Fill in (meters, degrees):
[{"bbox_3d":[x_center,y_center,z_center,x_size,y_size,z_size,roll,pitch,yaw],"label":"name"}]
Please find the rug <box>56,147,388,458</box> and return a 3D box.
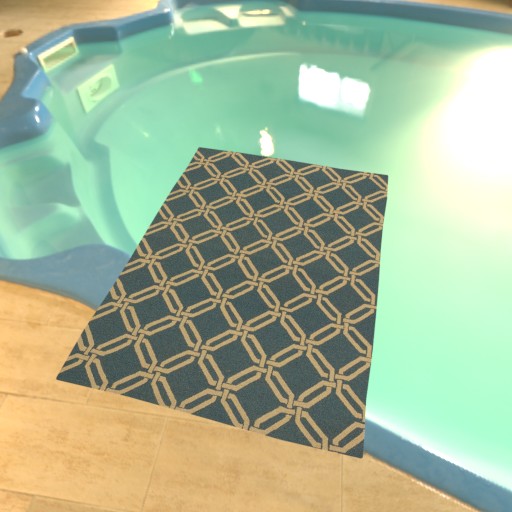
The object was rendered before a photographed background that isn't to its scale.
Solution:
[{"bbox_3d":[0.000,0.000,2.765,1.524,0.013,2.135,11,48,10],"label":"rug"}]
